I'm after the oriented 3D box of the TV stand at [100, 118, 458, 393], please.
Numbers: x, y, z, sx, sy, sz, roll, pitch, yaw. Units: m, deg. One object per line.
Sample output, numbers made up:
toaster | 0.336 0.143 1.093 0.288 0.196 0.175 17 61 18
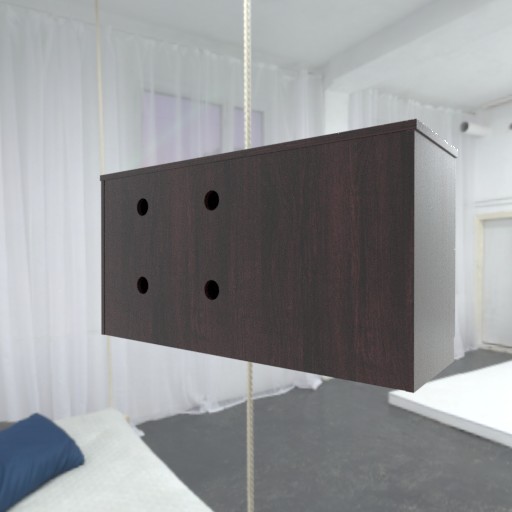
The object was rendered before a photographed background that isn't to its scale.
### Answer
TV stand | 0.000 0.000 1.500 1.192 0.614 0.404 0 0 37
